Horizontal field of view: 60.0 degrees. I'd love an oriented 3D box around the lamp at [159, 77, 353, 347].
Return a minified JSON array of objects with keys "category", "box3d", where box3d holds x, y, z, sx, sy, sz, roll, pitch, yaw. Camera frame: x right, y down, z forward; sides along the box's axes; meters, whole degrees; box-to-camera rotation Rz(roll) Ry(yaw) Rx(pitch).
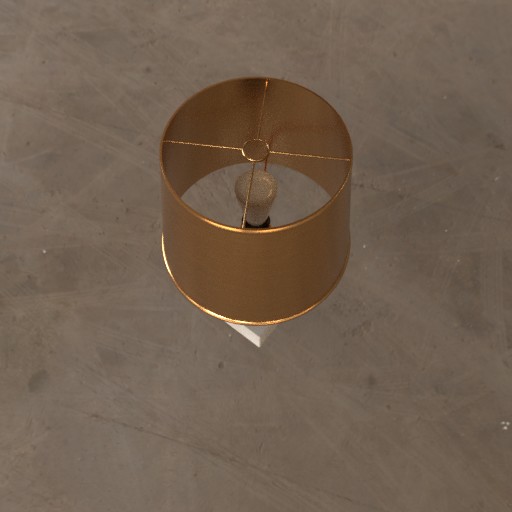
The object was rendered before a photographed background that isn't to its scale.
[{"category":"lamp","box3d":[0.000,0.000,0.539,0.208,0.406,0.208,0,64,0]}]
